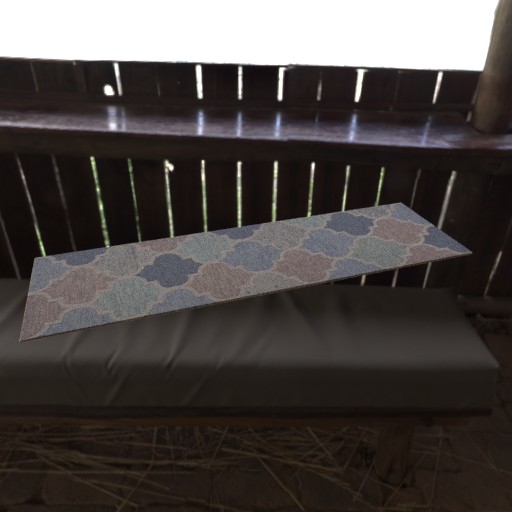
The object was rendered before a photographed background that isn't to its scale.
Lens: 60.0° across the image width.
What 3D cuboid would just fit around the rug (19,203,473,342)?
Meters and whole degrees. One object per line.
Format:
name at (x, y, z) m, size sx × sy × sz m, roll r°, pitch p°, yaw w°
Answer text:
rug at (0.000, 0.000, 2.414) m, size 2.287 × 0.011 × 0.687 m, roll -10°, pitch 33°, yaw -15°
